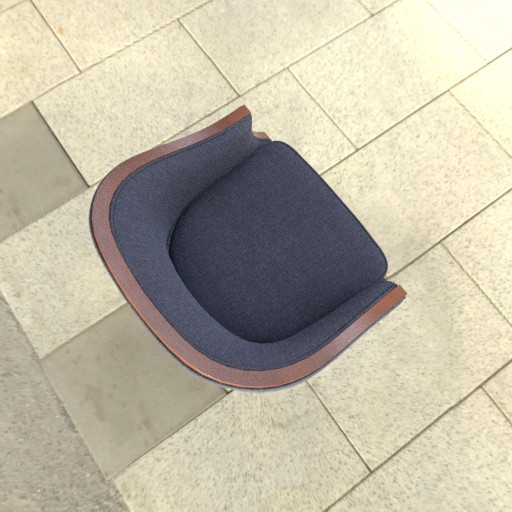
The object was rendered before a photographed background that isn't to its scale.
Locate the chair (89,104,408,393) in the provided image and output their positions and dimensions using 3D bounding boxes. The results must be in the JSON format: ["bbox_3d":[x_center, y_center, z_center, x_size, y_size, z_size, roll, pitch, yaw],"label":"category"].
[{"bbox_3d":[0.000,0.000,1.460,0.735,0.876,0.803,-37,78,-9],"label":"chair"}]
